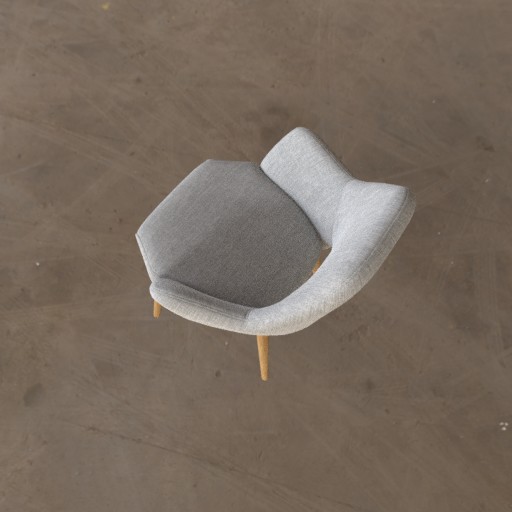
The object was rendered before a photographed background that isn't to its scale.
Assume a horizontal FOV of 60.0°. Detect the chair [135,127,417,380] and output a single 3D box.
[{"bbox_3d":[0.000,0.000,1.228,0.610,0.840,0.590,33,68,15],"label":"chair"}]
